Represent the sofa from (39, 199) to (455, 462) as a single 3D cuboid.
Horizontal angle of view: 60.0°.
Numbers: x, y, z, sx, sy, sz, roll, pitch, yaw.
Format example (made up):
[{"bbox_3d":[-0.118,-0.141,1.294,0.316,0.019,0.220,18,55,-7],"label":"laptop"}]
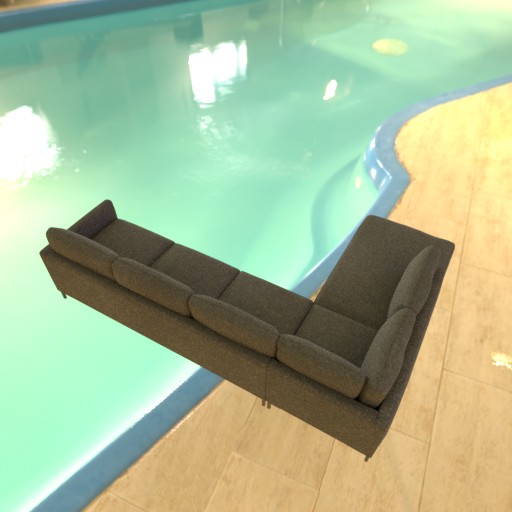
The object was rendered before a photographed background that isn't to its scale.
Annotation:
[{"bbox_3d":[0.000,0.000,3.803,2.949,0.815,2.007,22,50,20],"label":"sofa"}]
